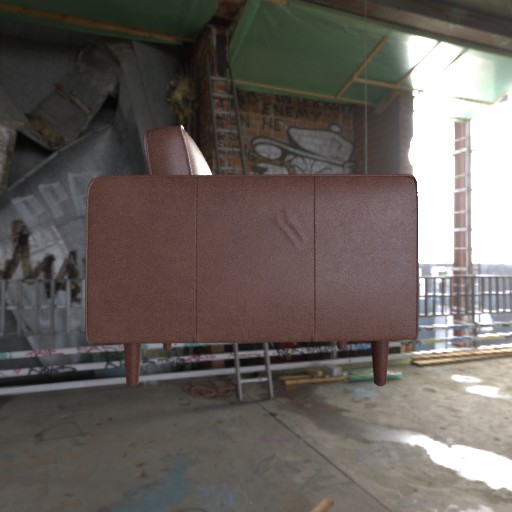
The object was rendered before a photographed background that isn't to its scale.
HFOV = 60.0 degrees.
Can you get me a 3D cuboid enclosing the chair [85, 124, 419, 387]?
[{"bbox_3d":[0.000,0.000,1.576,0.900,0.770,0.920,0,-1,-1],"label":"chair"}]
